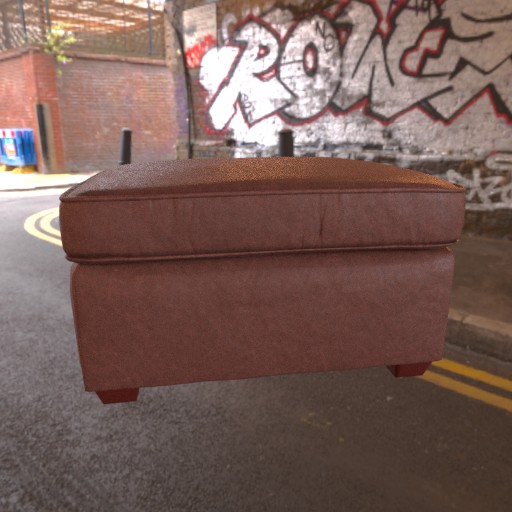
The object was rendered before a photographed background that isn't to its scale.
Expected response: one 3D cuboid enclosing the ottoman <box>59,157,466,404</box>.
[{"bbox_3d":[0.000,0.000,1.049,0.749,0.449,0.548,-3,16,-9],"label":"ottoman"}]
